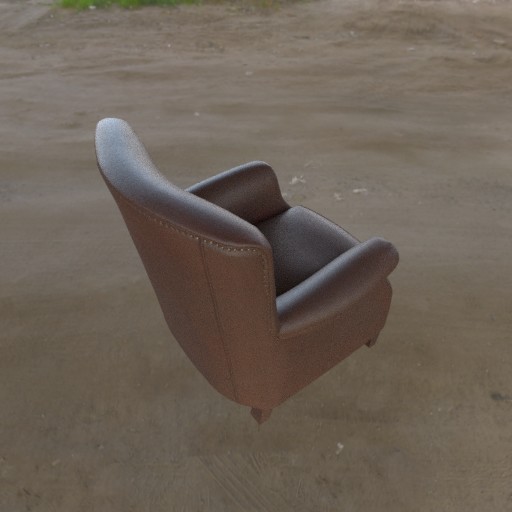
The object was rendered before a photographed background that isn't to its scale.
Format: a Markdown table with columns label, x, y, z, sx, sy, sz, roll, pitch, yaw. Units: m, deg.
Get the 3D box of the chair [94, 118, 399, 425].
| label | x | y | z | sx | sy | sz | roll | pitch | yaw |
| --- | --- | --- | --- | --- | --- | --- | --- | --- | --- |
| chair | 0.000 | 0.000 | 1.333 | 0.746 | 0.800 | 0.700 | -25 | 47 | -27 |
